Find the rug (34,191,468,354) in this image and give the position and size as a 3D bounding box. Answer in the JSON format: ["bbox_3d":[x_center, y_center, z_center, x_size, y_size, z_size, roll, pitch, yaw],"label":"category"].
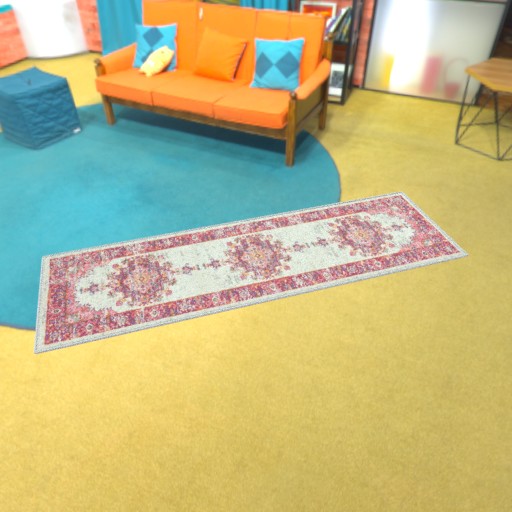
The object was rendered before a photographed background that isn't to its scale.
[{"bbox_3d":[0.000,0.000,1.979,1.824,0.009,0.562,-11,42,-13],"label":"rug"}]
